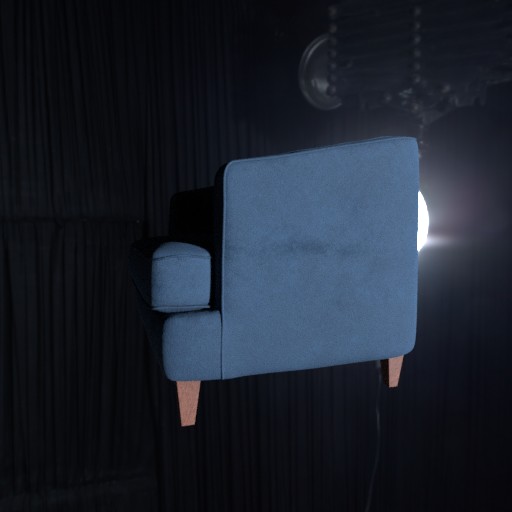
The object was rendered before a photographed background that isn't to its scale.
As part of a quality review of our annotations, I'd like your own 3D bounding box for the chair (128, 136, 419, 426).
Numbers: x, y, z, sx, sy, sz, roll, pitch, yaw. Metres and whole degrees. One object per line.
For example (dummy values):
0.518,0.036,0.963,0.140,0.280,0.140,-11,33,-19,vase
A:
0.000,0.000,1.741,0.940,0.852,1.094,-1,3,-18,chair
